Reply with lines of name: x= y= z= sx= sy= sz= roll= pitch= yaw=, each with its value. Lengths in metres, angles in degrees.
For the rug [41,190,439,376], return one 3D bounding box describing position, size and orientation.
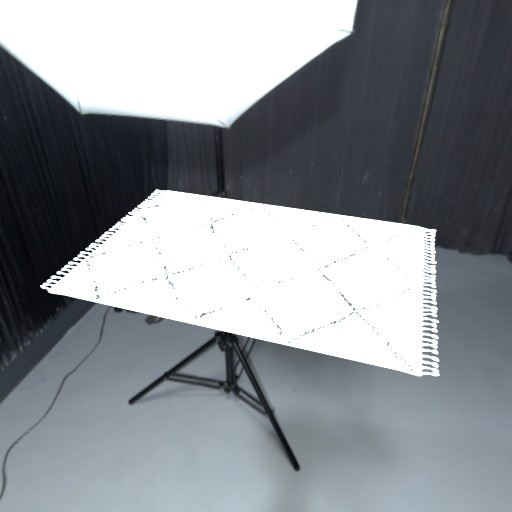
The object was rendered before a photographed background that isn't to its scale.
rug: x=0.000 y=0.000 z=2.964 sx=2.307 sy=0.031 sz=1.494 roll=10 pitch=34 yaw=15
